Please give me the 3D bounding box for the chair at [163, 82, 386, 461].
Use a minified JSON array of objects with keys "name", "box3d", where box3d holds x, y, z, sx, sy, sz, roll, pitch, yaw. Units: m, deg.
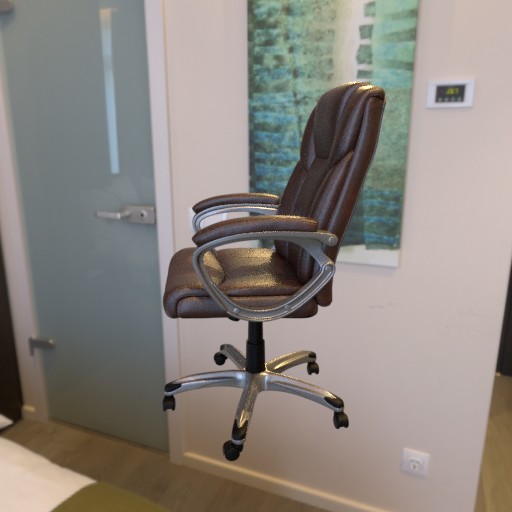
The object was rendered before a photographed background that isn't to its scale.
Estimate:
[{"name":"chair","box3d":[0.000,0.000,1.547,0.692,1.128,0.656,-2,14,-8]}]
